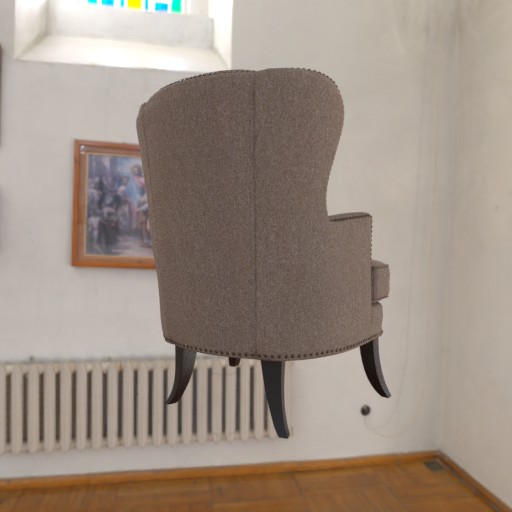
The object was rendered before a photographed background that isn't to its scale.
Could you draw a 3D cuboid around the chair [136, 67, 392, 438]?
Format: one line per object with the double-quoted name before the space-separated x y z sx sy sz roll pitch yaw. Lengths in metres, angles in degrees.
"chair" 0.000 0.000 1.595 0.759 1.060 0.758 1 2 35
